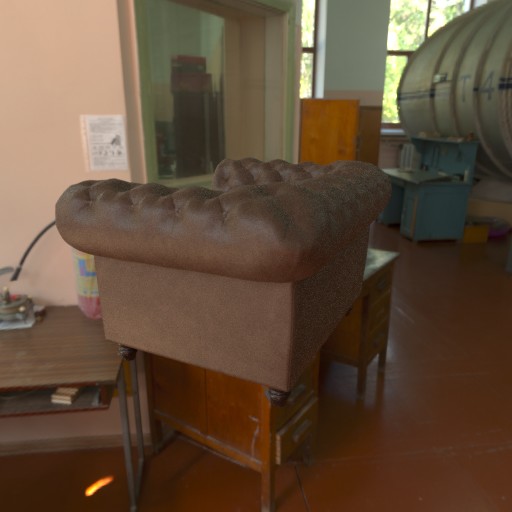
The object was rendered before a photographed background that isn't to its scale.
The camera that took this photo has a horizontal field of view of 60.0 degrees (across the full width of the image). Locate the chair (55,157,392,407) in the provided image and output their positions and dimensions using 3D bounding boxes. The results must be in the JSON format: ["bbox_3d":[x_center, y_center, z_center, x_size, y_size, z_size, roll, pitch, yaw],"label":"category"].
[{"bbox_3d":[0.000,0.000,1.947,0.954,0.784,1.298,8,19,25],"label":"chair"}]
